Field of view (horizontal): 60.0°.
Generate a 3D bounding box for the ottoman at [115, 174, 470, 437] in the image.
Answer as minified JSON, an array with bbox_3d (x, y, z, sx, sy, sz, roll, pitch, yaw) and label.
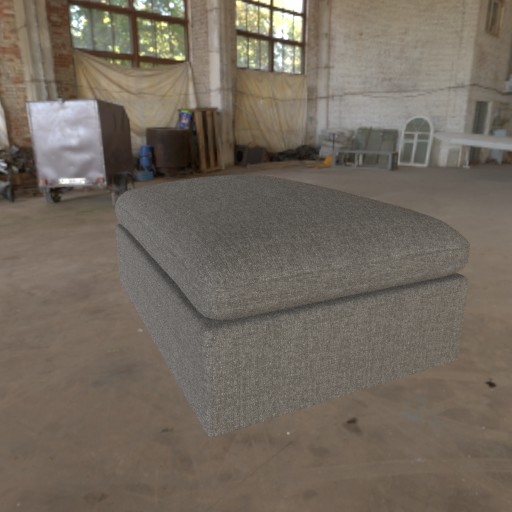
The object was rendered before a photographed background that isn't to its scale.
[{"bbox_3d":[0.000,0.000,1.420,0.711,0.483,1.041,-8,18,-25],"label":"ottoman"}]
